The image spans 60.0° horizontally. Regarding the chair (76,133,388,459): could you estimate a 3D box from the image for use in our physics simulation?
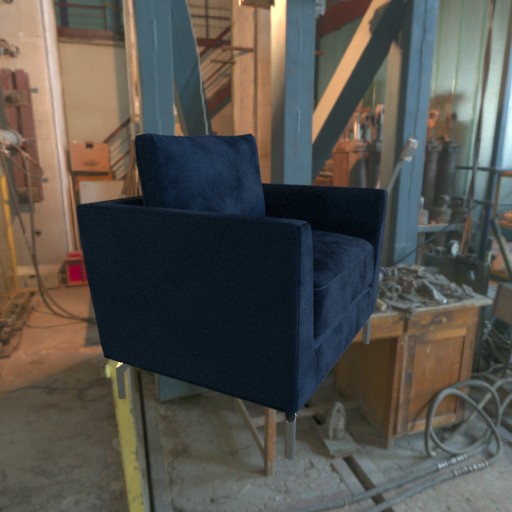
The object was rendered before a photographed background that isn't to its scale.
[{"bbox_3d":[0.000,0.000,1.643,0.746,0.893,0.977,7,16,27],"label":"chair"}]
